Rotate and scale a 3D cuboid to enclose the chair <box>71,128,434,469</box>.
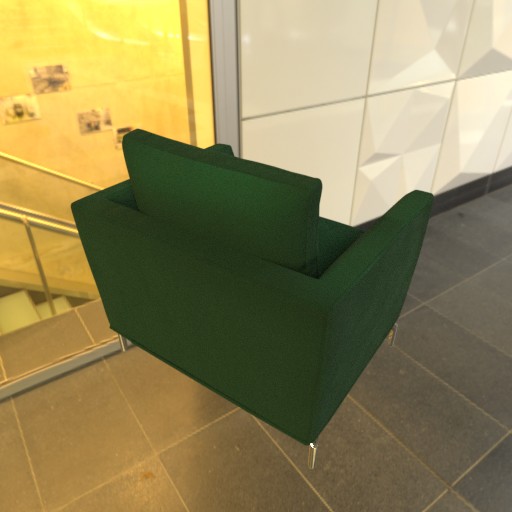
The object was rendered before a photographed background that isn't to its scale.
[{"bbox_3d":[0.000,0.000,1.741,1.047,0.997,0.852,21,38,29],"label":"chair"}]
